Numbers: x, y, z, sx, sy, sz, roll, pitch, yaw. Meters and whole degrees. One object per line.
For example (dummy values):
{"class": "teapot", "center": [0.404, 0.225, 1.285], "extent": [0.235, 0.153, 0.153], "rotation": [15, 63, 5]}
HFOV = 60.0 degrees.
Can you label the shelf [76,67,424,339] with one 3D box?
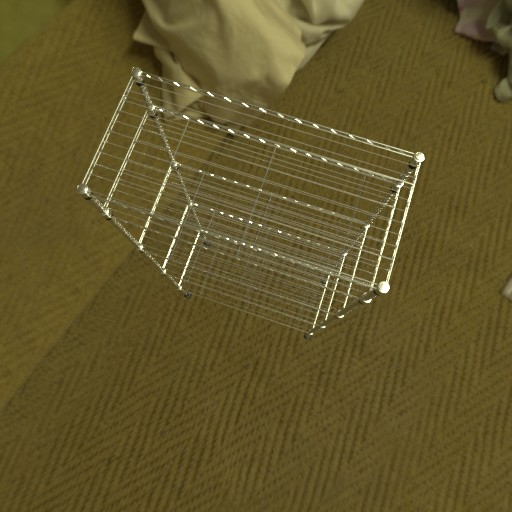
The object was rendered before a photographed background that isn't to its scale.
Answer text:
{"class": "shelf", "center": [0.000, 0.000, 1.797], "extent": [0.762, 1.587, 0.356], "rotation": [18, 77, 4]}
